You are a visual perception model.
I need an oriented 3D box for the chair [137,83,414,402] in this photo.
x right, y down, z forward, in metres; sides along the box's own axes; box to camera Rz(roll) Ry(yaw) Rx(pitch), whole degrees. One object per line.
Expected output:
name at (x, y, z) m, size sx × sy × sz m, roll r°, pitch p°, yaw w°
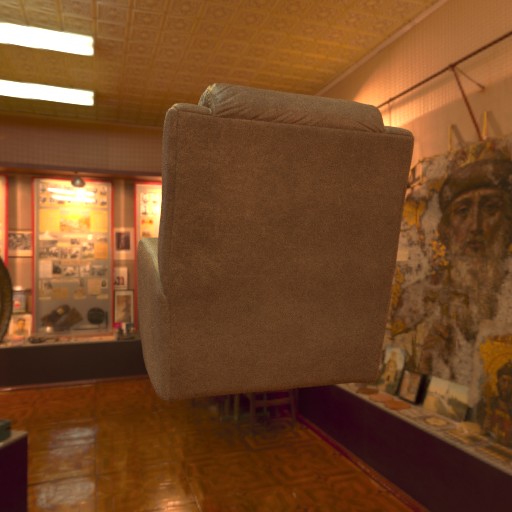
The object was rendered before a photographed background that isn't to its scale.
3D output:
chair at (0.000, 0.000, 1.943) m, size 0.965 × 1.116 × 1.068 m, roll 0°, pitch -1°, yaw -18°
